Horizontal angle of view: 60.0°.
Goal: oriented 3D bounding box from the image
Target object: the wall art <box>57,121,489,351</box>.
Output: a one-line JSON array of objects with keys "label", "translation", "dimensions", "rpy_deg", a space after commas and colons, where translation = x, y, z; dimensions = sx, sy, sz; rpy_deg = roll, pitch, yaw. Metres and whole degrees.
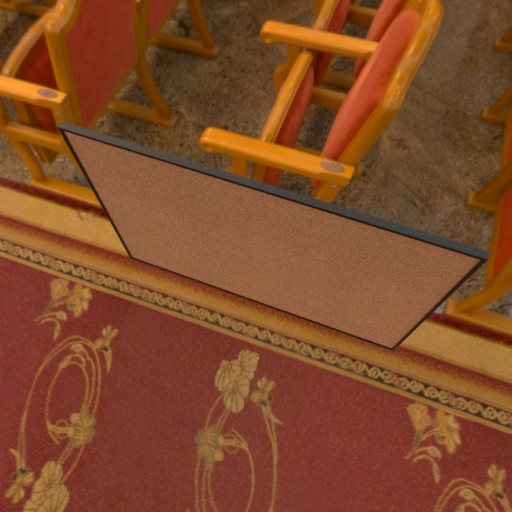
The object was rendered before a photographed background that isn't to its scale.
[{"label": "wall art", "translation": [0.000, 0.000, 1.225], "dimensions": [0.957, 0.660, 0.019], "rpy_deg": [19, 64, 9]}]
